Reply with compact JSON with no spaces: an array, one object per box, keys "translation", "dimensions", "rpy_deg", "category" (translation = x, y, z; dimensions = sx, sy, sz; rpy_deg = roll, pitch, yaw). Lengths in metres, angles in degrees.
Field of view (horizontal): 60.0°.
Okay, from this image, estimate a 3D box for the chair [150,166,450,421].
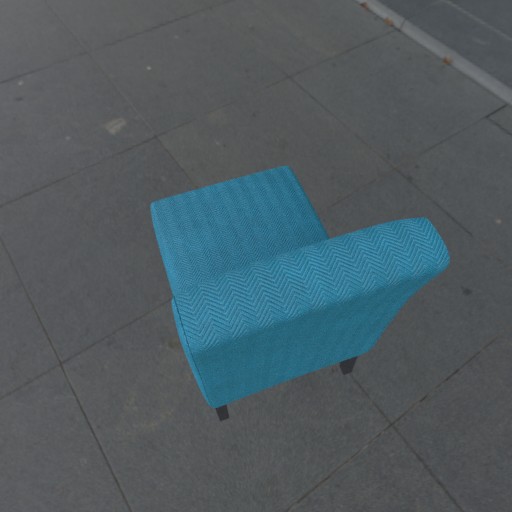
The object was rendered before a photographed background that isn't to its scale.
[{"translation":[0.000,0.000,1.416],"dimensions":[0.579,0.927,0.808],"rpy_deg":[-17,60,-10],"category":"chair"}]
